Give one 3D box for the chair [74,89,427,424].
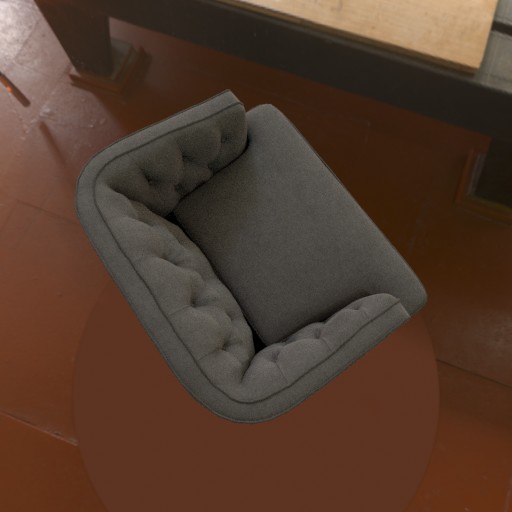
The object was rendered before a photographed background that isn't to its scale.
[{"bbox_3d":[0.000,0.000,1.794,0.941,0.852,1.104,-34,77,-9],"label":"chair"}]
